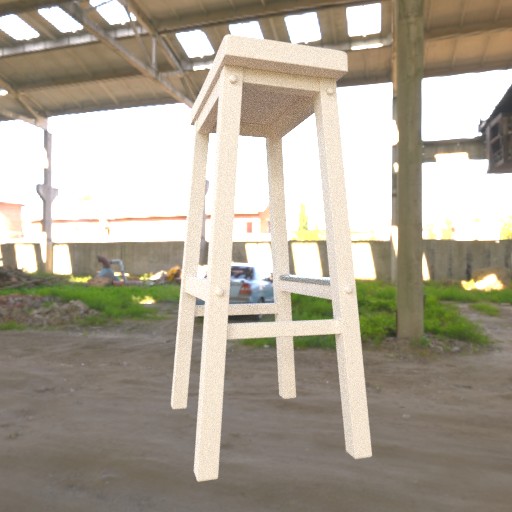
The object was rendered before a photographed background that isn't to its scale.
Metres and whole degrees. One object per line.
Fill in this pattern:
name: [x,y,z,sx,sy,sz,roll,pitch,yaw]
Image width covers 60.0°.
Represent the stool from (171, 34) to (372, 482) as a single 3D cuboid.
stool: [0.000,0.000,0.965,0.322,0.742,0.406,0,-1,-17]
